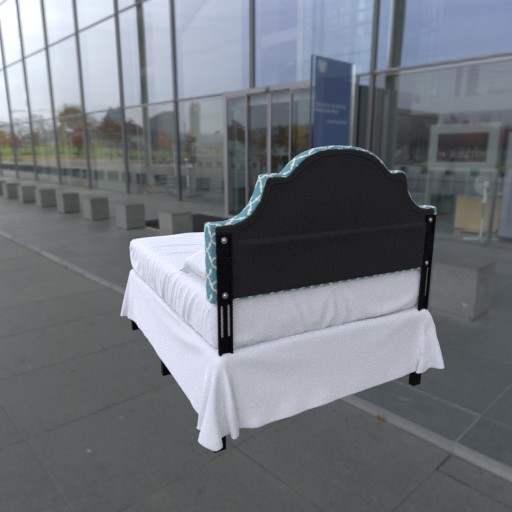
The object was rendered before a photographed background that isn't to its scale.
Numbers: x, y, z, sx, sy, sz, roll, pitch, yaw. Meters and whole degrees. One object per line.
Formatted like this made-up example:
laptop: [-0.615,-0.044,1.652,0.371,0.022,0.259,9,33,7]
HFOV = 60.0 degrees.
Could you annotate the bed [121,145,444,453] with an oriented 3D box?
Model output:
bed: [0.000,0.000,3.420,1.780,1.633,2.222,-7,15,-27]
